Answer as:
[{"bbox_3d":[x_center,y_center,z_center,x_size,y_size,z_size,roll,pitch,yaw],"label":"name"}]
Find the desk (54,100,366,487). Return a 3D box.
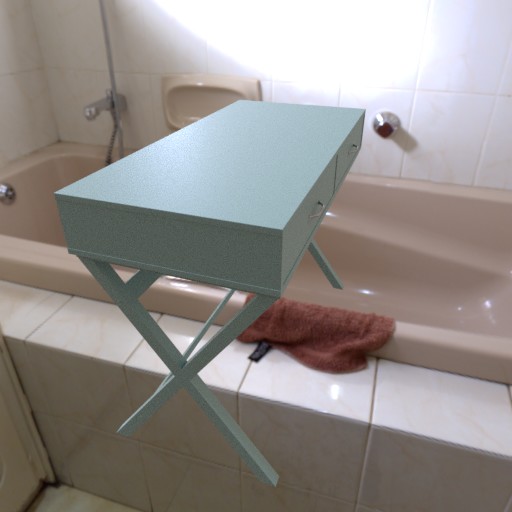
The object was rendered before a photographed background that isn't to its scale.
[{"bbox_3d":[0.000,0.000,1.482,0.525,0.780,1.057,10,32,17],"label":"desk"}]
